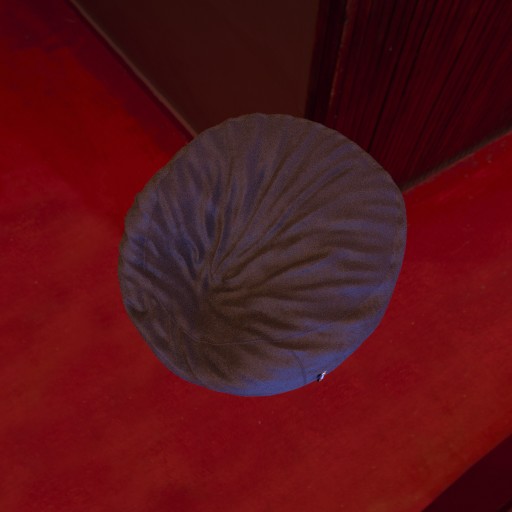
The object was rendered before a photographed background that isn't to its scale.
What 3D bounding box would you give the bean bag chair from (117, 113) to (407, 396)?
[{"bbox_3d":[0.000,0.000,2.069,1.245,0.821,1.245,0,62,0],"label":"bean bag chair"}]
